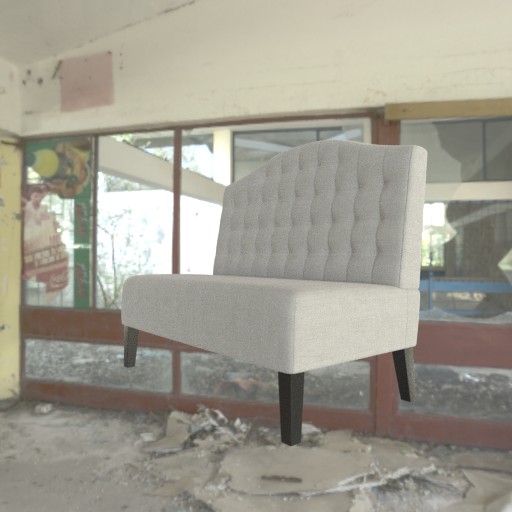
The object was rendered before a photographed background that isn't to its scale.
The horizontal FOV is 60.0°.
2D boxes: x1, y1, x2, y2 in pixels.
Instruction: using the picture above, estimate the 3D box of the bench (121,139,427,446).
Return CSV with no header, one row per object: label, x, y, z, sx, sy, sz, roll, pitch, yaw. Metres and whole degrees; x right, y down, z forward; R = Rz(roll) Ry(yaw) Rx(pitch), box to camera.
bench,0.000,0.000,2.114,0.815,1.180,1.335,0,0,-39
